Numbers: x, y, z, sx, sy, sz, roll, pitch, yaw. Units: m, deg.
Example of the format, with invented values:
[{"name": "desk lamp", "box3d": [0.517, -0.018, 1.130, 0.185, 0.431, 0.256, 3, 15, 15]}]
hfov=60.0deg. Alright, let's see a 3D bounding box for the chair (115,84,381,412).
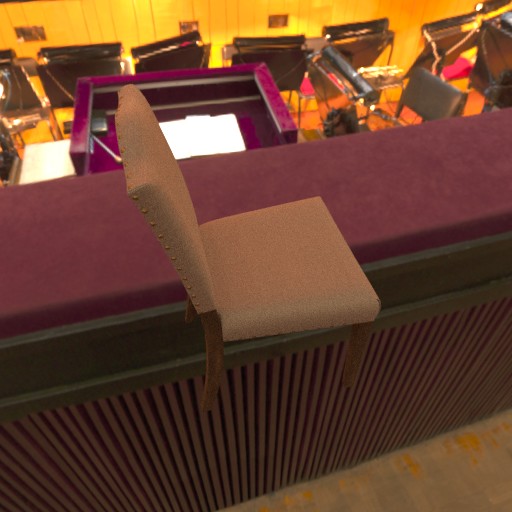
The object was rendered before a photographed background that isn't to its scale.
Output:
[{"name": "chair", "box3d": [0.000, 0.000, 1.354, 0.620, 1.020, 0.508, -11, 47, -10]}]
